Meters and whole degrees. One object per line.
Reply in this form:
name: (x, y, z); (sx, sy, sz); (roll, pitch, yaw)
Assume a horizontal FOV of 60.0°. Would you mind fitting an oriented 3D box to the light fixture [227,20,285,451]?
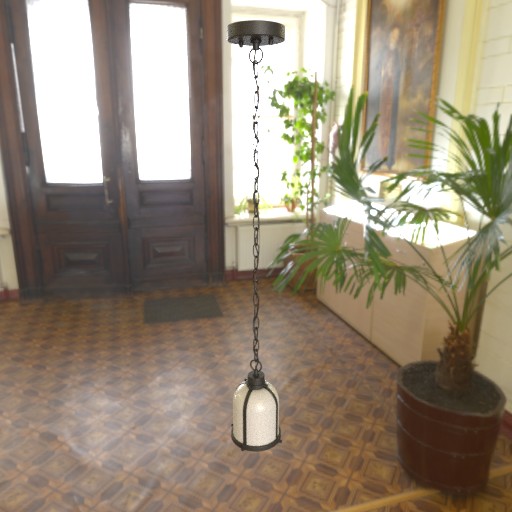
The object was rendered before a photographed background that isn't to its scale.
light fixture: (0.000, 0.000, 1.259); (0.178, 1.181, 0.178); (8, 17, 27)
